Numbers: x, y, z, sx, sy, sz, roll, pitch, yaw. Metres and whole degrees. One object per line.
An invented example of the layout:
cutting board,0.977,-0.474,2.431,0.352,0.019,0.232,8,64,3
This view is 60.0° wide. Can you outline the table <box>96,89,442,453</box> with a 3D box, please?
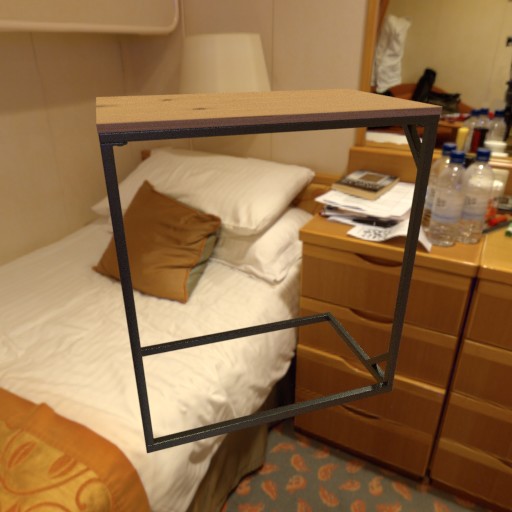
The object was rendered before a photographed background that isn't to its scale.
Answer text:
table,0.000,0.000,1.016,0.597,0.673,0.351,-8,27,-16
